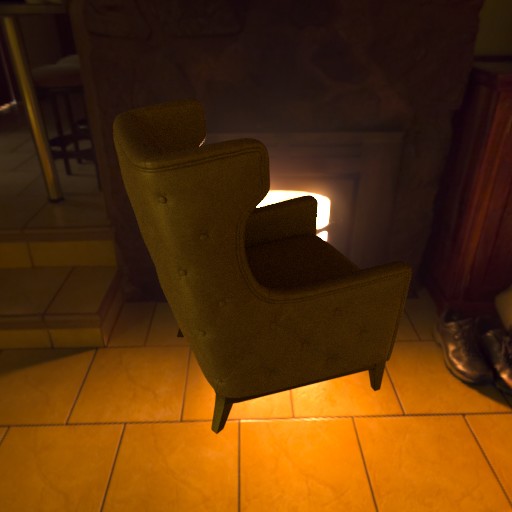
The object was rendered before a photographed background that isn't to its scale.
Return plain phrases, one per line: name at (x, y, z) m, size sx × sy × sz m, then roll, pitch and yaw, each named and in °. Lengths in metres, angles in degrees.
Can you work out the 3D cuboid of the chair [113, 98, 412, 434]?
chair at (0.000, 0.000, 1.711) m, size 0.899 × 1.079 × 0.769 m, roll -11°, pitch 31°, yaw -19°
